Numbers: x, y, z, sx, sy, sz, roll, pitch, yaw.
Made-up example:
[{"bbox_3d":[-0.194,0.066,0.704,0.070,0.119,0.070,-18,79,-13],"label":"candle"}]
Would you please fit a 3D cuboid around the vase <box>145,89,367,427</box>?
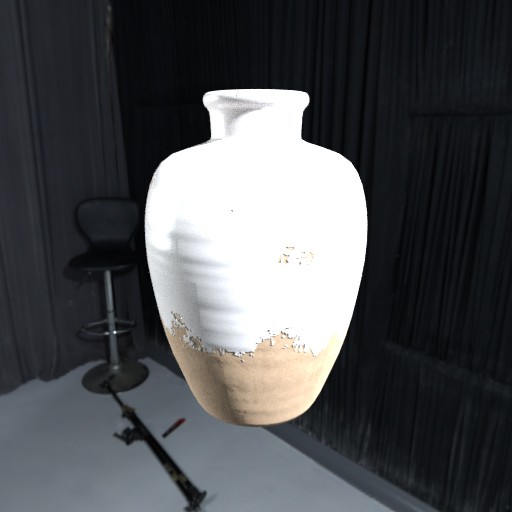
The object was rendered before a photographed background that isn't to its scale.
[{"bbox_3d":[0.000,0.000,0.331,0.158,0.228,0.158,0,16,0],"label":"vase"}]
